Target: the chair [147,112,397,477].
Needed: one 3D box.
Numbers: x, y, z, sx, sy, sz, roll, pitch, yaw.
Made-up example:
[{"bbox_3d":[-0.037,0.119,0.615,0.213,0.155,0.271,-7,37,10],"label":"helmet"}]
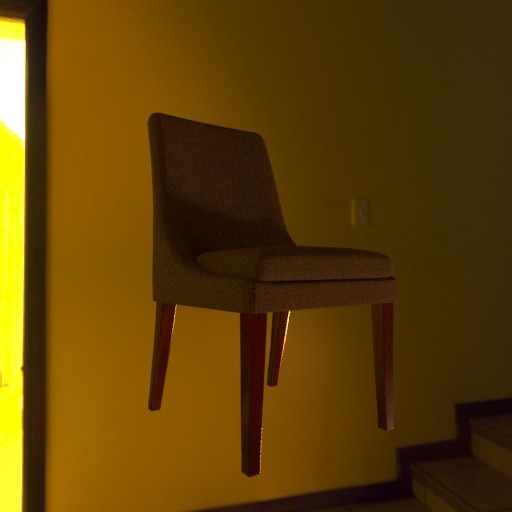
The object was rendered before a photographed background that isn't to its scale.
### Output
[{"bbox_3d":[0.000,0.000,1.339,0.508,0.952,0.655,1,-1,-35],"label":"chair"}]
